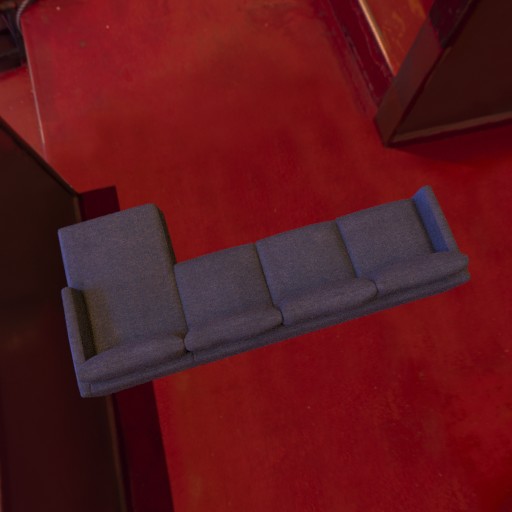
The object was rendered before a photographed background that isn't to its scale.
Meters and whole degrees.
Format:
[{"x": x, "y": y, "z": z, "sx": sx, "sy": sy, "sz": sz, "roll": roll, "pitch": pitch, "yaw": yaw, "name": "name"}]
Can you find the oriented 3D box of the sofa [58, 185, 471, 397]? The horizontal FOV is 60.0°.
[{"x": 0.000, "y": 0.000, "z": 3.465, "sx": 2.932, "sy": 0.810, "sz": 1.350, "roll": -16, "pitch": 75, "yaw": -4, "name": "sofa"}]
